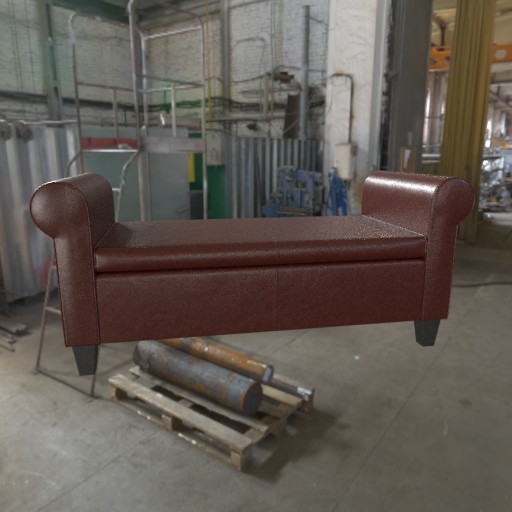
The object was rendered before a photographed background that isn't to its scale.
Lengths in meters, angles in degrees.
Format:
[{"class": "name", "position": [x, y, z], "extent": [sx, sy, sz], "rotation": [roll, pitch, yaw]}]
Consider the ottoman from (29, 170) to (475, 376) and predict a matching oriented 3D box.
[{"class": "ottoman", "position": [0.000, 0.000, 1.512], "extent": [1.256, 0.547, 0.521], "rotation": [-2, 13, -10]}]
